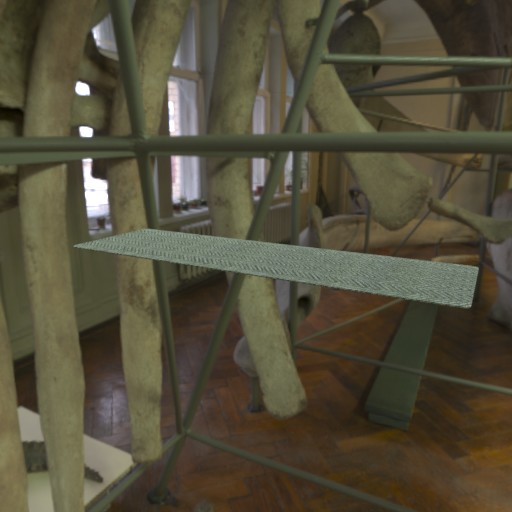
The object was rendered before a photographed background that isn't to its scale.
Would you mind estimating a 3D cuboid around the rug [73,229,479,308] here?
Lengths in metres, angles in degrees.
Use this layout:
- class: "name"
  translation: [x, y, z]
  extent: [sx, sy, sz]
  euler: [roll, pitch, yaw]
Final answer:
- class: "rug"
  translation: [0.000, 0.000, 2.560]
  extent: [2.286, 0.008, 0.686]
  euler: [8, 16, 28]
